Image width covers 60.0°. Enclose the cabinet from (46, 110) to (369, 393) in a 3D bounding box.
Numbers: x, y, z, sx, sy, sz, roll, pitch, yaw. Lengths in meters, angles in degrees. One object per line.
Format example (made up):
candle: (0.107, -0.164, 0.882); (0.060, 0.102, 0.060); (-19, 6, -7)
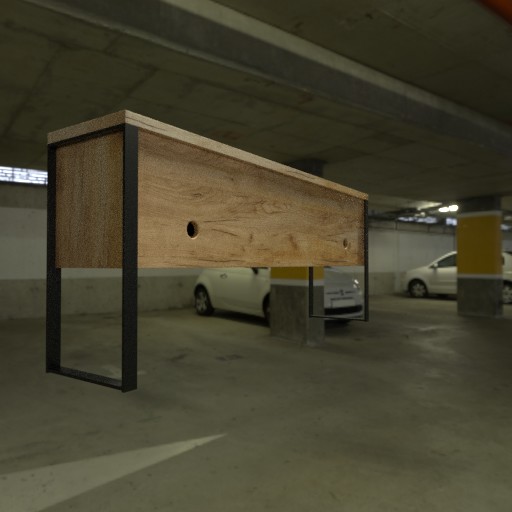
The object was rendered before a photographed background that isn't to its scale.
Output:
cabinet: (0.000, 0.000, 2.043); (0.395, 0.762, 1.800); (-1, -1, 35)
